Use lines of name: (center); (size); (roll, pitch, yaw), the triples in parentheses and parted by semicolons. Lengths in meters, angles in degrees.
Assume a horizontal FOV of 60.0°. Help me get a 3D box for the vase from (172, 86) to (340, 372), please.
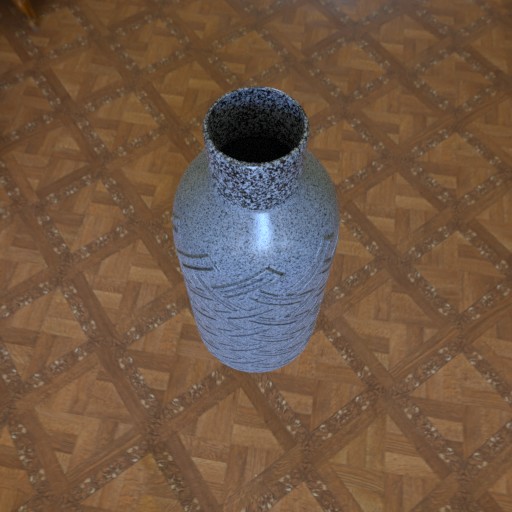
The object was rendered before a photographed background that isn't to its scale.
vase: (0.000, 0.000, 0.337); (0.122, 0.282, 0.122); (0, 64, 0)
